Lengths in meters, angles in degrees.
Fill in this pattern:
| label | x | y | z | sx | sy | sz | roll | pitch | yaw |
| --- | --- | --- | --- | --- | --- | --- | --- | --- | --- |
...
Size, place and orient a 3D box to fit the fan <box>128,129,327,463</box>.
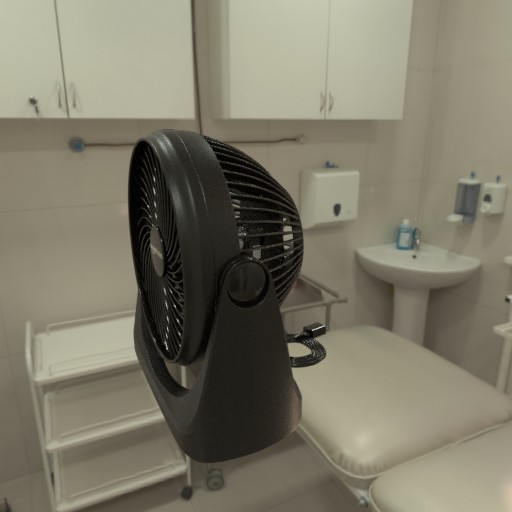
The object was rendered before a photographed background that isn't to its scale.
| label | x | y | z | sx | sy | sz | roll | pitch | yaw |
| --- | --- | --- | --- | --- | --- | --- | --- | --- | --- |
| fan | 0.000 | 0.000 | 0.501 | 0.256 | 0.277 | 0.273 | -8 | 19 | -25 |
